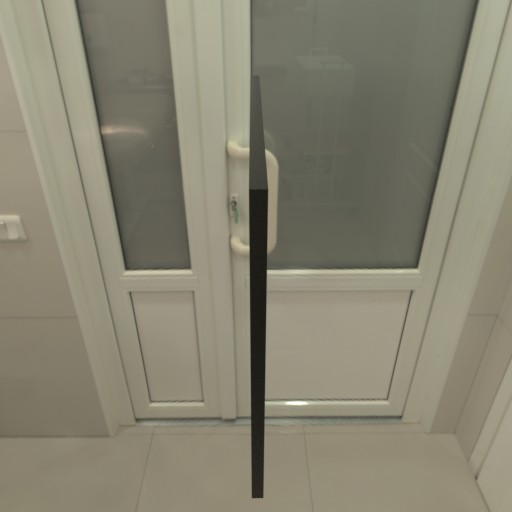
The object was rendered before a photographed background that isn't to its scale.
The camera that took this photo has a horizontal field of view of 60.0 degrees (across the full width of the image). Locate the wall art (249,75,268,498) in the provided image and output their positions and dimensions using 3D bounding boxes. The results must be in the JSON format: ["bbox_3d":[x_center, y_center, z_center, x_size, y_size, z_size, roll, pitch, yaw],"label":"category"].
[{"bbox_3d":[0.000,0.000,0.517,0.012,0.332,0.383,0,32,0],"label":"wall art"}]
